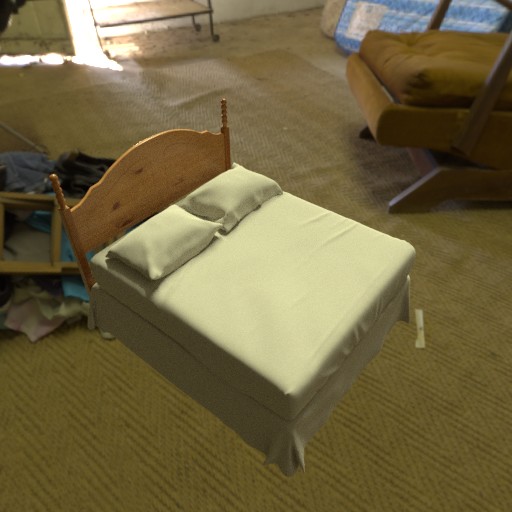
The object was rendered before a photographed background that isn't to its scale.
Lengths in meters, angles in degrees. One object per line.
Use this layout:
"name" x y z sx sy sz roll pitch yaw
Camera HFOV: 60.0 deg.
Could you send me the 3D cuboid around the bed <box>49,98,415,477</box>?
"bed" 0.000 0.000 3.217 2.040 1.356 1.873 28 48 28
